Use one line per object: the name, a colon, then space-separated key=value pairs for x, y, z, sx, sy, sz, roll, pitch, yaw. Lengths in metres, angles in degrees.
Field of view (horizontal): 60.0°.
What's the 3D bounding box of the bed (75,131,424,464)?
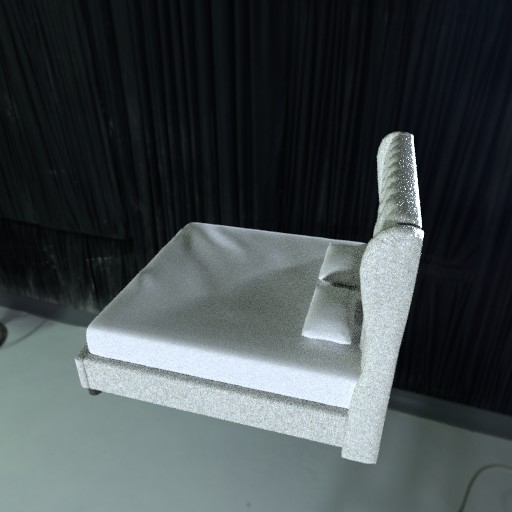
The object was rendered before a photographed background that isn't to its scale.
bed: x=0.000 y=0.000 z=3.780 sx=2.347 sy=1.771 sz=2.219 roll=8 pitch=30 yaw=14
